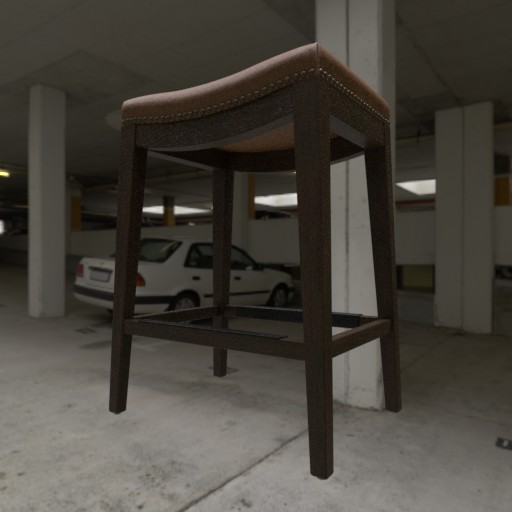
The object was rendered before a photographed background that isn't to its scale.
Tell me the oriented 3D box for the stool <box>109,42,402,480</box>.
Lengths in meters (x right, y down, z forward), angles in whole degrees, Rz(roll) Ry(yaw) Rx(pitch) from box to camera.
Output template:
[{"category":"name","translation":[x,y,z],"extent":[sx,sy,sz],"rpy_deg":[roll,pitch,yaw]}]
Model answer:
[{"category":"stool","translation":[0.000,0.000,0.932],"extent":[0.500,0.660,0.361],"rpy_deg":[0,0,35]}]
